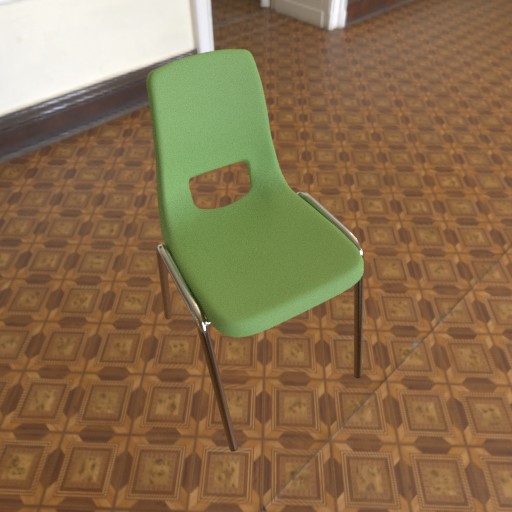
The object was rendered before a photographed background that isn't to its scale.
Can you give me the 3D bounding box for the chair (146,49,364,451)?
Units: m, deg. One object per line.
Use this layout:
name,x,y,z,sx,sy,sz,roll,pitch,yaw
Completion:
chair,0.000,0.000,0.945,0.381,0.704,0.436,-23,50,-20
